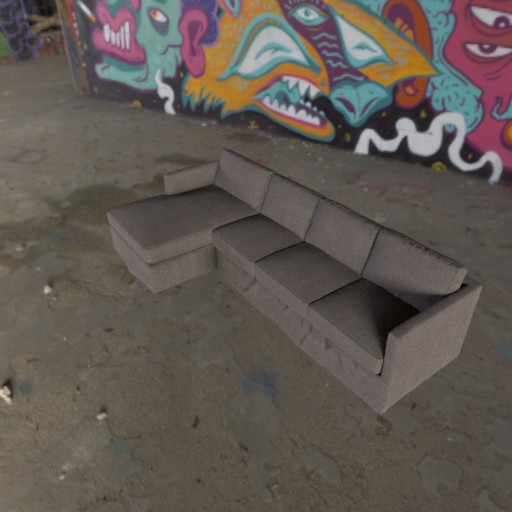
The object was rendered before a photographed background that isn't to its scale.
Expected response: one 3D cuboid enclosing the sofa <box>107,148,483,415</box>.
[{"bbox_3d":[0.000,0.000,3.934,1.650,0.922,3.205,-22,39,-30],"label":"sofa"}]
